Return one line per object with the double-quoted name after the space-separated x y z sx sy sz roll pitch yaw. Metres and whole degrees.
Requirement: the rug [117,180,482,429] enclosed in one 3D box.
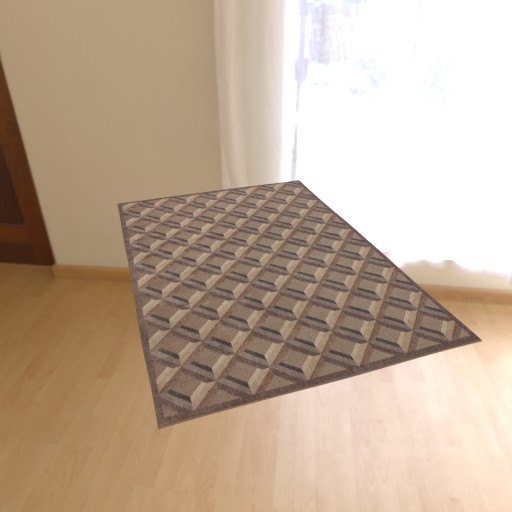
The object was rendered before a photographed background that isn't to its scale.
0.000 0.000 2.888 1.600 0.013 2.260 -10 33 -16 "rug"
